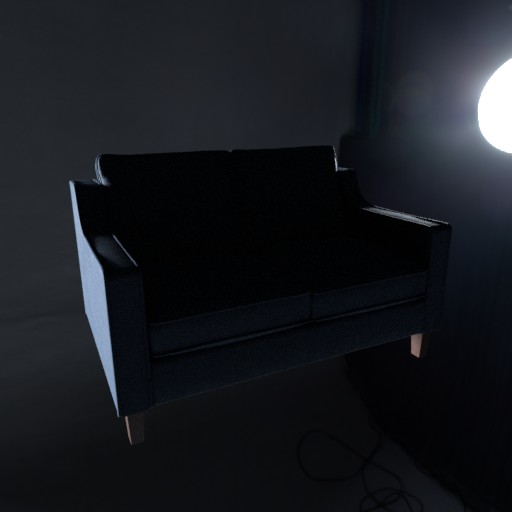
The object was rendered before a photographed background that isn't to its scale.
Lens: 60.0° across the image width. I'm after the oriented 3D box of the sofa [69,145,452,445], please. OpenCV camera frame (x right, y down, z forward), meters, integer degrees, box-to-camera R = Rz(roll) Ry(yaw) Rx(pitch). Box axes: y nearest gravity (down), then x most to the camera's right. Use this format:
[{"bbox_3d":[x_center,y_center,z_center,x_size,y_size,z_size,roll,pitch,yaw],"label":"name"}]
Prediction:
[{"bbox_3d":[0.000,0.000,2.102,1.501,0.971,0.987,-8,18,-25],"label":"sofa"}]
